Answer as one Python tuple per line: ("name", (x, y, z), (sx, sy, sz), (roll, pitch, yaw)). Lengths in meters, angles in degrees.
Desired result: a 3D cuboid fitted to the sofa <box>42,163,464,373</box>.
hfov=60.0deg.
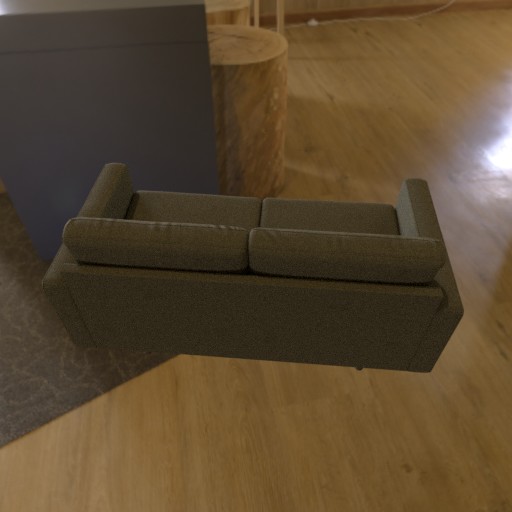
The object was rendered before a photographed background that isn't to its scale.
("sofa", (0.000, 0.000, 2.239), (1.730, 0.897, 0.889), (4, 47, 3))
